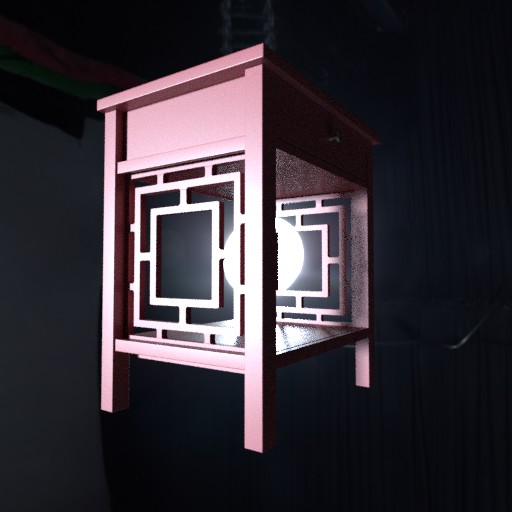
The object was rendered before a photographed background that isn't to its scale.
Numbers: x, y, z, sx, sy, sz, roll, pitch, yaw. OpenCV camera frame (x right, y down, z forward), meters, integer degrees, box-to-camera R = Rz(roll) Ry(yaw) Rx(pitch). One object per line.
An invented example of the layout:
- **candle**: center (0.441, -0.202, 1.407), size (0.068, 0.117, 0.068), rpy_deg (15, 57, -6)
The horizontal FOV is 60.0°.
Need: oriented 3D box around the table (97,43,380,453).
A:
- **table**: center (0.000, 0.000, 1.097), size (0.451, 0.686, 0.599), rpy_deg (-2, -3, 34)
